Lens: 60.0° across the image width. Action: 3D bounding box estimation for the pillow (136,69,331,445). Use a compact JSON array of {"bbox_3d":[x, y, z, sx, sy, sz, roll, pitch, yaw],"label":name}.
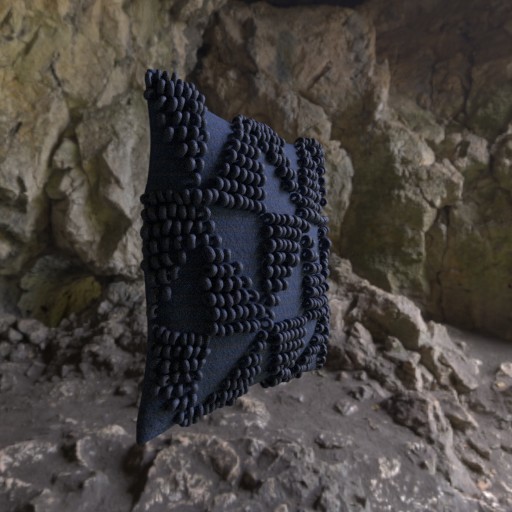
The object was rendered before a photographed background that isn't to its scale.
[{"bbox_3d":[0.000,0.000,0.725,0.172,0.466,0.469,-1,-1,36],"label":"pillow"}]
